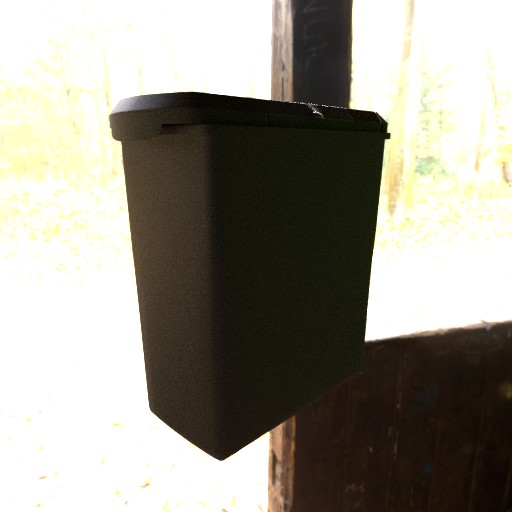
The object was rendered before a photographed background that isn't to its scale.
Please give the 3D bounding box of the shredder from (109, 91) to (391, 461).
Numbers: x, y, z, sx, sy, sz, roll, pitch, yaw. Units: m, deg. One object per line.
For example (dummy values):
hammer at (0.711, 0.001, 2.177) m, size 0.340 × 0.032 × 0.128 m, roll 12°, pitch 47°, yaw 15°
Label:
shredder at (0.000, 0.000, 0.511) m, size 0.170 × 0.335 × 0.320 m, roll 13°, pitch 19°, yaw 43°
